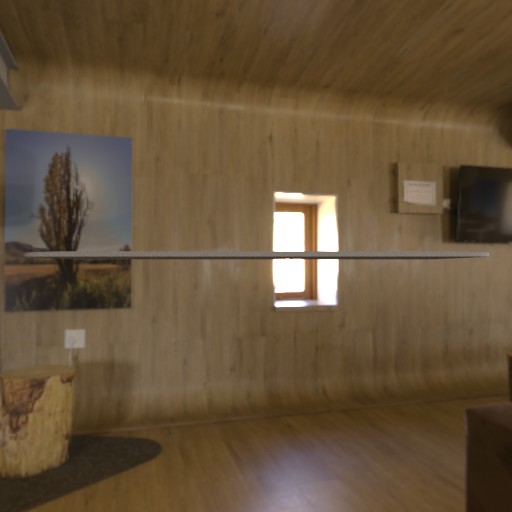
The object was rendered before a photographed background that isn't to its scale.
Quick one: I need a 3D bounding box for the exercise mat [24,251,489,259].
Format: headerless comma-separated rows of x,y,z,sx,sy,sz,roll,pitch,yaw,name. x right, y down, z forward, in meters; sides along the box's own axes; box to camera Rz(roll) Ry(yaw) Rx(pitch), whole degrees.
0.000,0.000,2.058,1.884,0.021,0.616,0,-2,0,exercise mat
